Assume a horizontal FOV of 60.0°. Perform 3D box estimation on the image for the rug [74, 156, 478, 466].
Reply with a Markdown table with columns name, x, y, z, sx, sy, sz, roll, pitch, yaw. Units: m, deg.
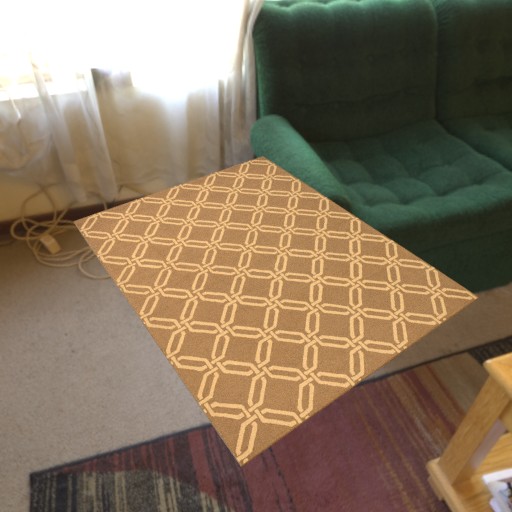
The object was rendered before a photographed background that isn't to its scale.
| name | x | y | z | sx | sy | sz | roll | pitch | yaw |
| --- | --- | --- | --- | --- | --- | --- | --- | --- | --- |
| rug | 0.000 | 0.000 | 3.913 | 2.288 | 0.018 | 2.895 | -25 | 46 | -26 |
